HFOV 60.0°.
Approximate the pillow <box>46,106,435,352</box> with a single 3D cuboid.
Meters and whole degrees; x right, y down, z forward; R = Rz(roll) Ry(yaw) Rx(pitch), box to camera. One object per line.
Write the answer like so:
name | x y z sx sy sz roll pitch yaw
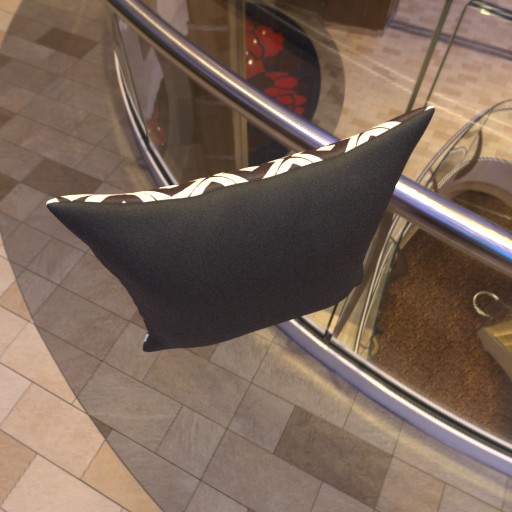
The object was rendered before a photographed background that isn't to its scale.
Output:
pillow | 0.000 0.000 0.753 0.504 0.494 0.188 -16 60 -10
